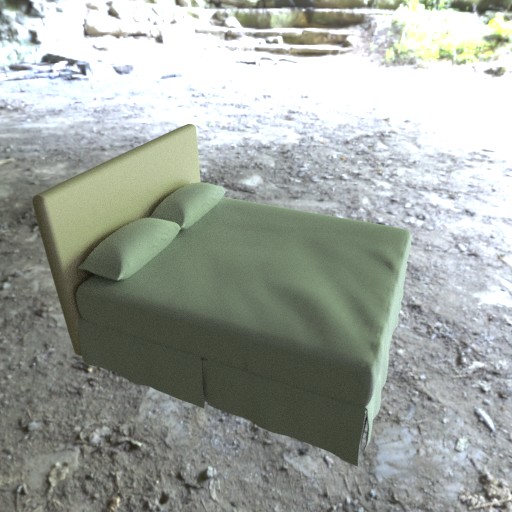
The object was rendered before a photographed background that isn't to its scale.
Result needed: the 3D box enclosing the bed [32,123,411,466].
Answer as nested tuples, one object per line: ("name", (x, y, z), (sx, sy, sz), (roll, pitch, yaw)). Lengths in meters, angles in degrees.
("bed", (0.000, 0.000, 3.271), (2.142, 1.330, 1.884), (12, 33, 19))
